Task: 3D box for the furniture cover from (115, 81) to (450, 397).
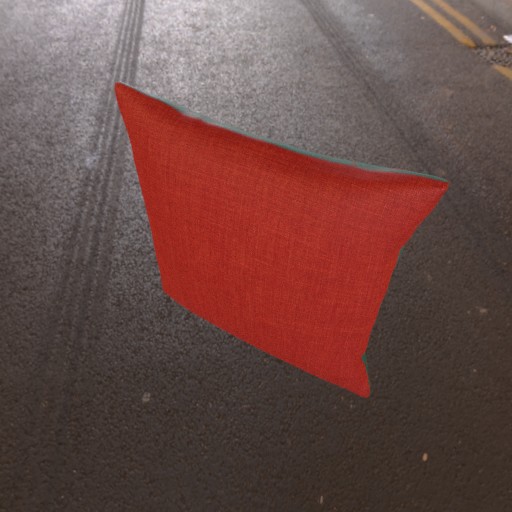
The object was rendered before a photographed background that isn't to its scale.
[{"bbox_3d":[0.000,0.000,0.775,0.517,0.508,0.158,24,50,21],"label":"furniture cover"}]
